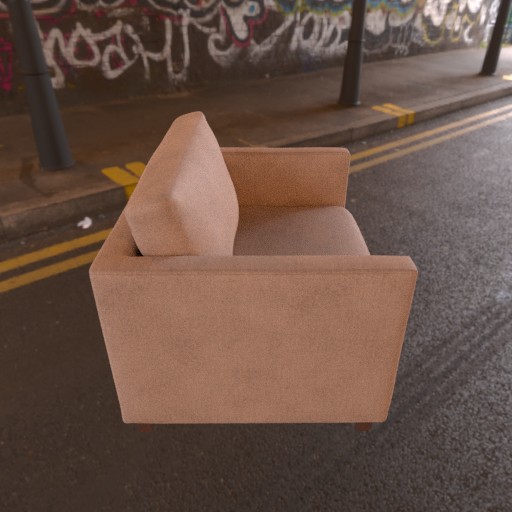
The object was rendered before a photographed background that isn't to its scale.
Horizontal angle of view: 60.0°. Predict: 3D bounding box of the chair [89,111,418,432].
[{"bbox_3d":[0.000,0.000,1.826,0.959,0.961,1.133,0,31,0],"label":"chair"}]
